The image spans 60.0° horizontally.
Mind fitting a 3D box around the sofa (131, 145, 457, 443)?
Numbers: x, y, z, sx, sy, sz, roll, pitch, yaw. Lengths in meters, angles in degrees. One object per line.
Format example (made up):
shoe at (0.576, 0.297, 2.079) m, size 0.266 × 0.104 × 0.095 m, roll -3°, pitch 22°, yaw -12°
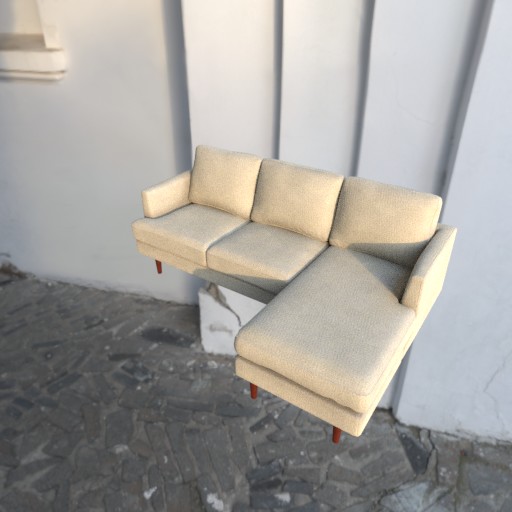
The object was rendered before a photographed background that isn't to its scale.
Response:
sofa at (0.000, 0.000, 3.055) m, size 2.233 × 0.956 × 1.504 m, roll 19°, pitch 36°, yaw 29°
